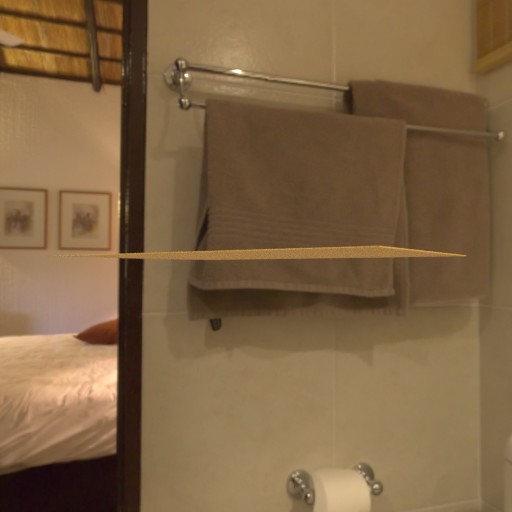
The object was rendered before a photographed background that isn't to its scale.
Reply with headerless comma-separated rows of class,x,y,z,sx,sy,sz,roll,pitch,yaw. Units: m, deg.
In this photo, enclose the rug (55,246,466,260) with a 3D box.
rug,0.000,0.000,3.746,2.895,0.006,1.981,-1,-2,36
